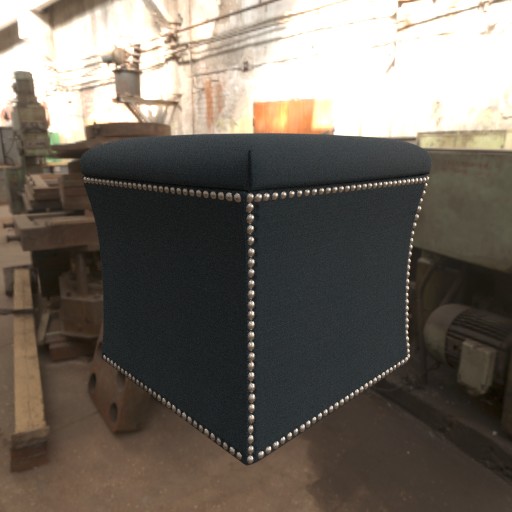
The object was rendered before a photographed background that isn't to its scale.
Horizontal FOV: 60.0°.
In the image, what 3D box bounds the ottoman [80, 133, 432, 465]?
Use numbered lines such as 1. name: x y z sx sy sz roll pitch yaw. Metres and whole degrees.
1. ottoman: 0.000 0.000 0.895 0.507 0.475 0.497 -13 19 -42
